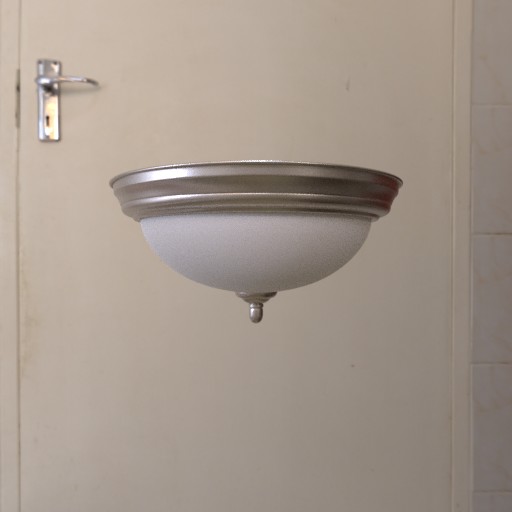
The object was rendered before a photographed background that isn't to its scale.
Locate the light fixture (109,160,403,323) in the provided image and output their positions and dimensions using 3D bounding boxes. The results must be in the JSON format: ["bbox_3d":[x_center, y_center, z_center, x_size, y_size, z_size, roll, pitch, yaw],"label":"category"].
[{"bbox_3d":[0.000,0.000,0.444,0.280,0.135,0.280,0,1,0],"label":"light fixture"}]
